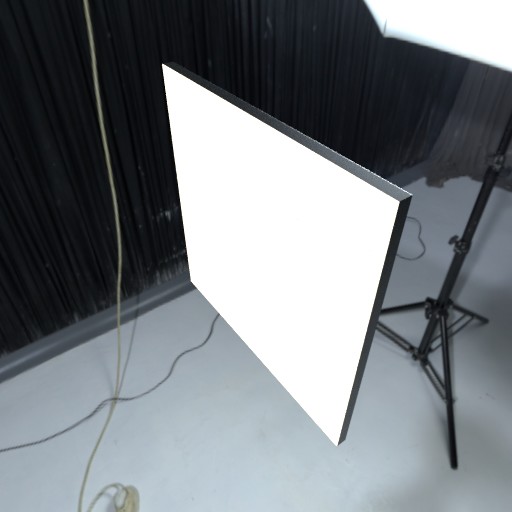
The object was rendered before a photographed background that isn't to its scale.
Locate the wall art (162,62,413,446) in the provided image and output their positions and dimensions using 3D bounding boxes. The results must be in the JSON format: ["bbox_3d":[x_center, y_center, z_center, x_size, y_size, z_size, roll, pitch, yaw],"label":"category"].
[{"bbox_3d":[0.000,0.000,1.160,0.031,0.775,0.773,-25,47,-26],"label":"wall art"}]
